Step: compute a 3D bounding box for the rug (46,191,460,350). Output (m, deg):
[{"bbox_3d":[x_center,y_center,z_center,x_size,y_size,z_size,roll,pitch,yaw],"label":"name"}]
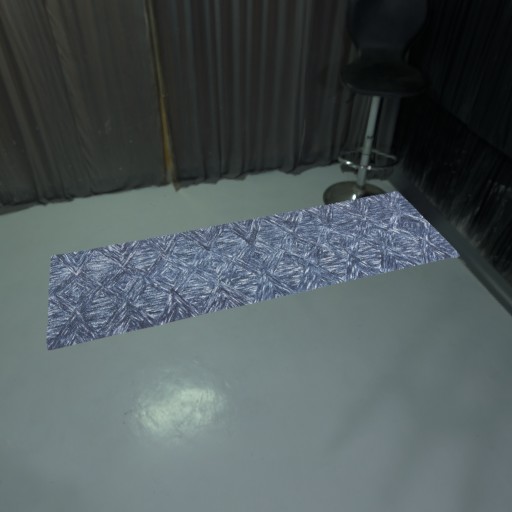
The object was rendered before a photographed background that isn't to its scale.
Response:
[{"bbox_3d":[0.000,0.000,2.604,2.306,0.013,0.719,-12,43,-13],"label":"rug"}]
